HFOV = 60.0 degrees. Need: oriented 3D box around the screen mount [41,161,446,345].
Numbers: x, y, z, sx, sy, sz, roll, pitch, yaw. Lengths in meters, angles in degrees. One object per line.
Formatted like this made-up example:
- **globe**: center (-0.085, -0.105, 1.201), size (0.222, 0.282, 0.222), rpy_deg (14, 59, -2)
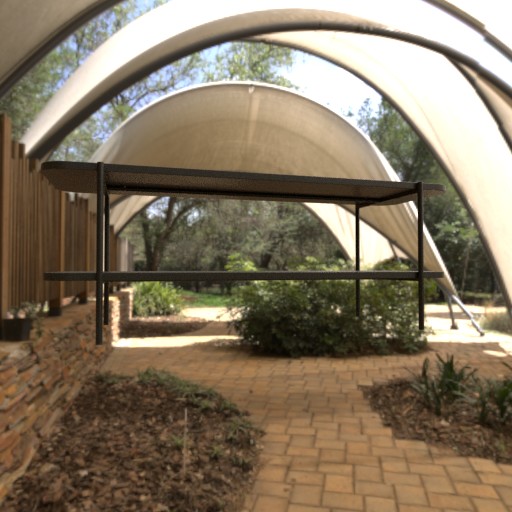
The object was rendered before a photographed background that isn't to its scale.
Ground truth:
- **screen mount**: center (0.000, 0.000, 1.397), size (1.200, 0.447, 0.400), rpy_deg (0, -1, -16)
